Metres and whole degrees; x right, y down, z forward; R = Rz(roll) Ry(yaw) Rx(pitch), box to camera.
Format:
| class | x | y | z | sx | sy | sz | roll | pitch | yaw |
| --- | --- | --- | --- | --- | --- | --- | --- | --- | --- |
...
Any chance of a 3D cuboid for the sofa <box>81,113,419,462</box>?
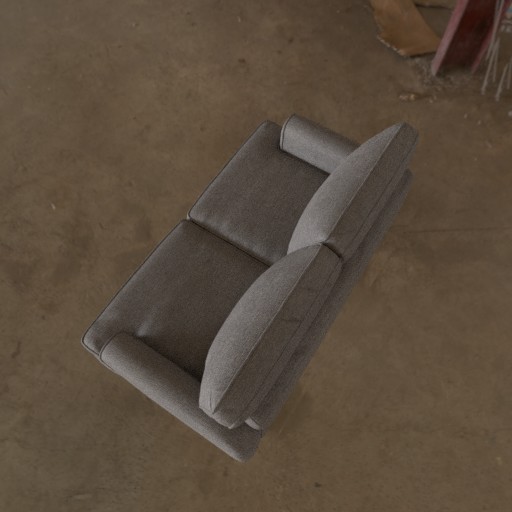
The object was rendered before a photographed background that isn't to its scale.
| class | x | y | z | sx | sy | sz | roll | pitch | yaw |
| --- | --- | --- | --- | --- | --- | --- | --- | --- | --- |
| sofa | 0.000 | 0.000 | 2.214 | 0.965 | 0.965 | 1.651 | 30 | 68 | 14 |
